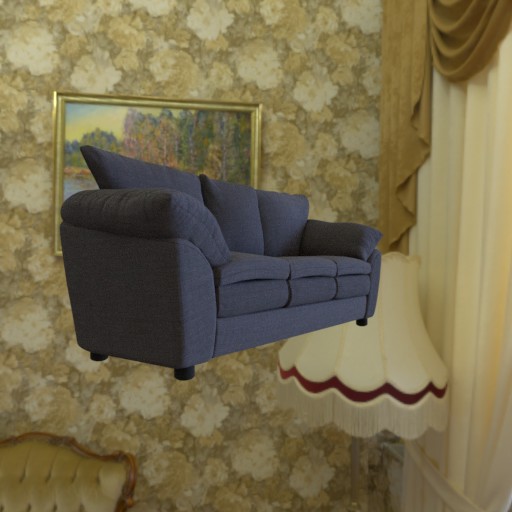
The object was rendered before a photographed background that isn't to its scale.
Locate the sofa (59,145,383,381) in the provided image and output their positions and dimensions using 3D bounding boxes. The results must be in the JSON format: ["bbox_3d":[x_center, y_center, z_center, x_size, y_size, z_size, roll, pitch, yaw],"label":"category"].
[{"bbox_3d":[0.000,0.000,2.878,0.883,1.080,2.336,0,-1,36],"label":"sofa"}]
